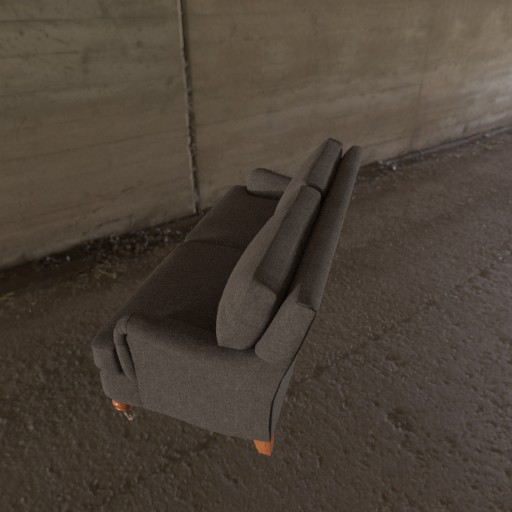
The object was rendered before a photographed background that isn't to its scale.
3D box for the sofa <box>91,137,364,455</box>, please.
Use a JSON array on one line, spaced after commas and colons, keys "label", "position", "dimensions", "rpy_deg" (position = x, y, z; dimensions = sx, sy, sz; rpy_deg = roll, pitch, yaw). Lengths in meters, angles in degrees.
[{"label": "sofa", "position": [0.000, 0.000, 2.843], "dimensions": [1.087, 1.054, 2.160], "rpy_deg": [9, 32, 14]}]
